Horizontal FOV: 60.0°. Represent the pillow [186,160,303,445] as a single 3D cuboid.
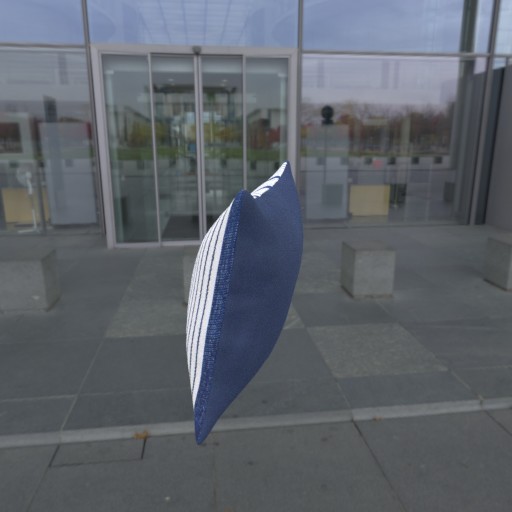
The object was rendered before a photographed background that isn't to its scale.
[{"bbox_3d":[0.000,0.000,0.751,0.156,0.292,0.608,2,15,8],"label":"pillow"}]
